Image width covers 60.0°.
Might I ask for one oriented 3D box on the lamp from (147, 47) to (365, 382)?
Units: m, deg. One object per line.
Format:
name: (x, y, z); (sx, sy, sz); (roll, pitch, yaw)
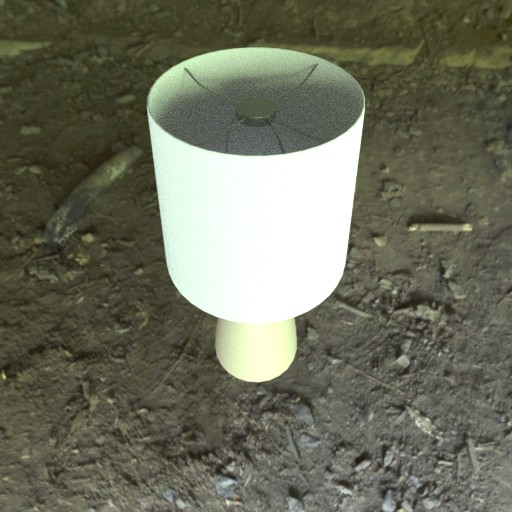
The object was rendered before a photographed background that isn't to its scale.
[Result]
lamp: (0.000, 0.000, 0.474); (0.186, 0.369, 0.186); (0, 48, 0)
